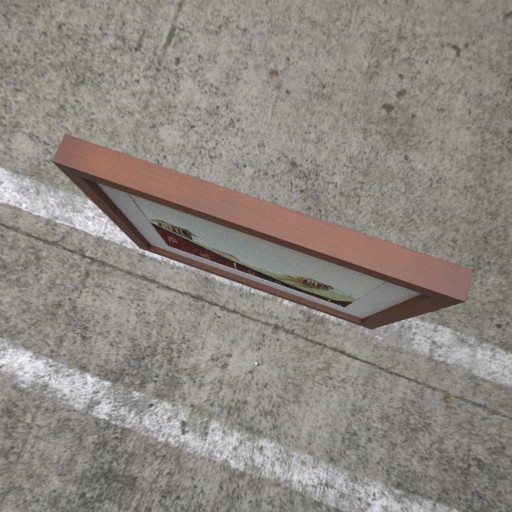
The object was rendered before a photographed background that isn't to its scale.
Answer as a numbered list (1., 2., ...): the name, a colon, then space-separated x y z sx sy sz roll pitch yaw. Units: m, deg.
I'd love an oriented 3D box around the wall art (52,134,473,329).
1. wall art: 0.000 0.000 0.567 0.401 0.328 0.030 19 77 5
